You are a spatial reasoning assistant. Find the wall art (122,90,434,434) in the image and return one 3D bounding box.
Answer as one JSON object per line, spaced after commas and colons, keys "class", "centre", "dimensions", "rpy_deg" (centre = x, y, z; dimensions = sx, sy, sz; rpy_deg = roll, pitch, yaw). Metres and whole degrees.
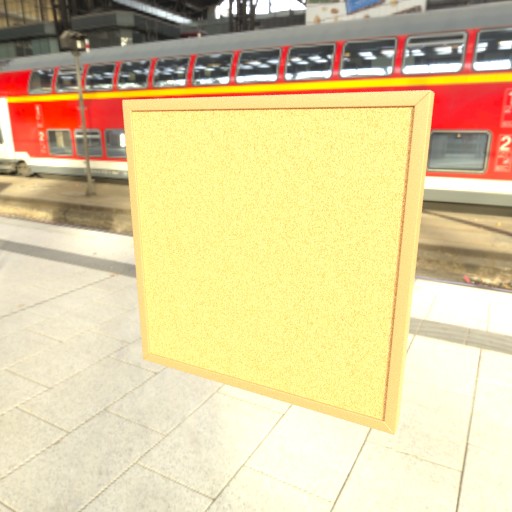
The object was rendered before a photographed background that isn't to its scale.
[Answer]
{"class": "wall art", "centre": [0.000, 0.000, 0.751], "dimensions": [0.509, 0.509, 0.036], "rpy_deg": [8, 18, 26]}
